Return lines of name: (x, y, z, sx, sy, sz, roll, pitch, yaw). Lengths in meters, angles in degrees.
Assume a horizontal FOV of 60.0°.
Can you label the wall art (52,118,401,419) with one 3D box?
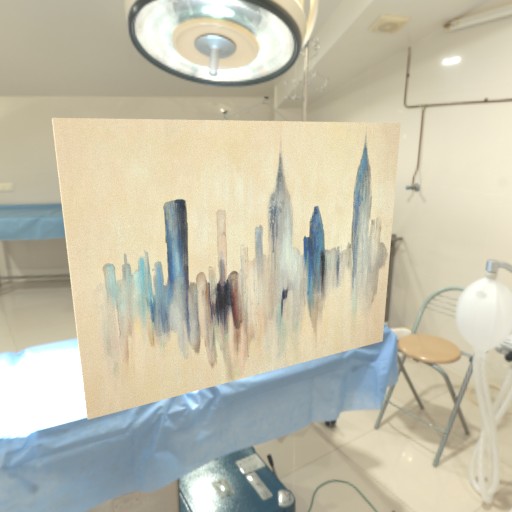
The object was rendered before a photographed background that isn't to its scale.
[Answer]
wall art: (0.000, 0.000, 1.308, 1.016, 0.762, 0.038, -8, 17, -26)
